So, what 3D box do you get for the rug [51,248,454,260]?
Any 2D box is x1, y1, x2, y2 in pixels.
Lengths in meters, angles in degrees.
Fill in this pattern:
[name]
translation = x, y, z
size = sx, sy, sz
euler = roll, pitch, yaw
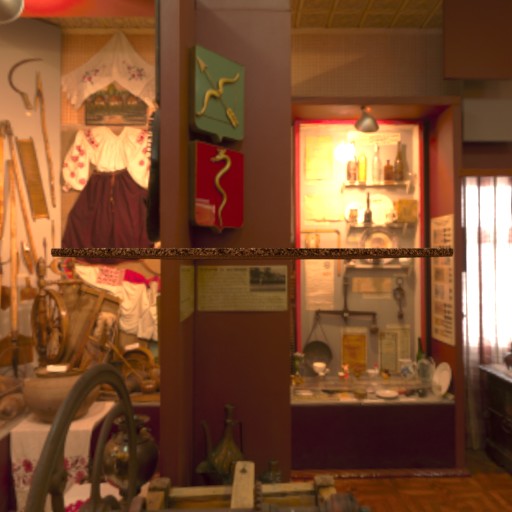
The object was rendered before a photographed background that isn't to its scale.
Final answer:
[rug]
translation = 0.000, 0.000, 2.111
size = 1.198, 0.025, 1.601
euler = 0, -1, 1
